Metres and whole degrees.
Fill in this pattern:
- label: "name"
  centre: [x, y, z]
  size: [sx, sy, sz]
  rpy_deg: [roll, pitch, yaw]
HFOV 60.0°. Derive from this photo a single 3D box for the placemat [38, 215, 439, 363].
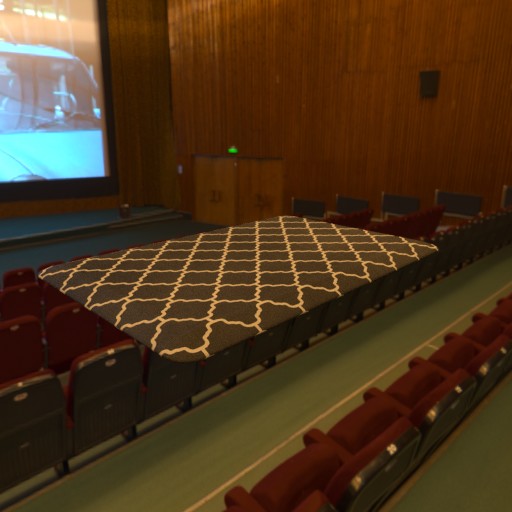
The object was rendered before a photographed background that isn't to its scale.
- label: "placemat"
  centre: [0.000, 0.000, 0.969]
  size: [0.762, 0.021, 0.508]
  rpy_deg: [-16, 23, -42]
